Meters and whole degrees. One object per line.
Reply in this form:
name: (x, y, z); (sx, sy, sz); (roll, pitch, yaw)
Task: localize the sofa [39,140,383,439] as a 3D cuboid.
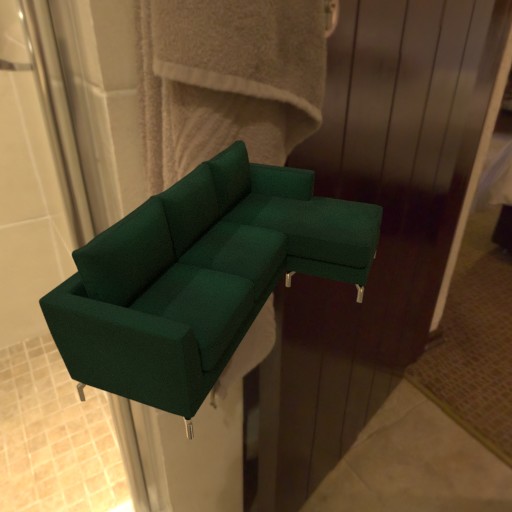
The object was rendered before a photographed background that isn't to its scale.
sofa: (0.000, 0.000, 3.152); (1.489, 1.007, 2.441); (11, 32, 18)
